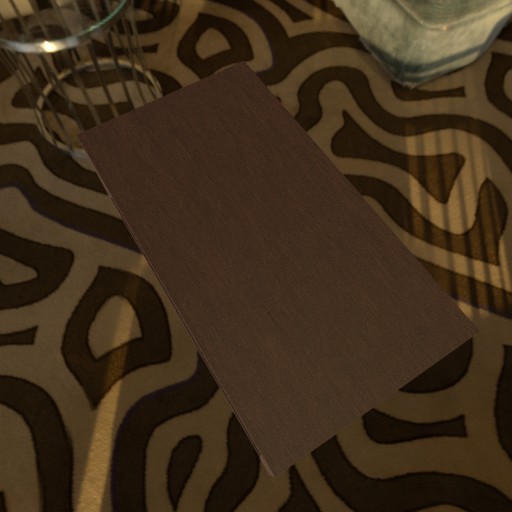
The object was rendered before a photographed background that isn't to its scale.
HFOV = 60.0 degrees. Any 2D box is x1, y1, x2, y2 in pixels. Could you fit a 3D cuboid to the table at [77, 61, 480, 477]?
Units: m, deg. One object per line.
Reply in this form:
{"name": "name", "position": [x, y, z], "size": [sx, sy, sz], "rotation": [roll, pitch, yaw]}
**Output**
{"name": "table", "position": [0.000, 0.000, 1.404], "size": [0.597, 0.424, 1.099], "rotation": [-30, 68, -13]}
